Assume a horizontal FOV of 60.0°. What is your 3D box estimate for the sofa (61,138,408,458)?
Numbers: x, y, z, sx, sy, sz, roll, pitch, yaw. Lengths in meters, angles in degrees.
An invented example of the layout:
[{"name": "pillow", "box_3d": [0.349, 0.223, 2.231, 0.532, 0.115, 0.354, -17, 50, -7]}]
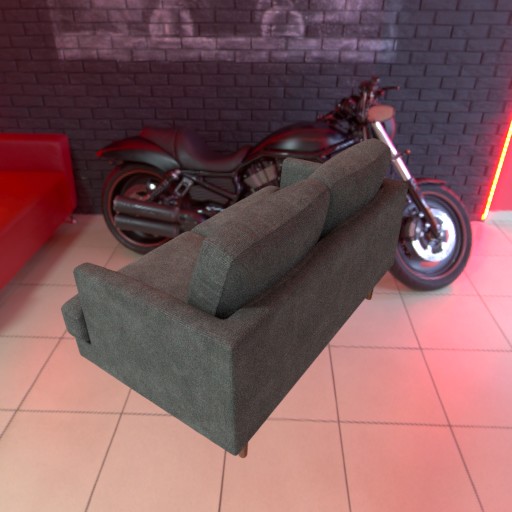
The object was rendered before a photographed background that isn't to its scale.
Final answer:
[{"name": "sofa", "box_3d": [0.000, 0.000, 2.142, 0.903, 0.956, 1.582, 20, 37, 29]}]
